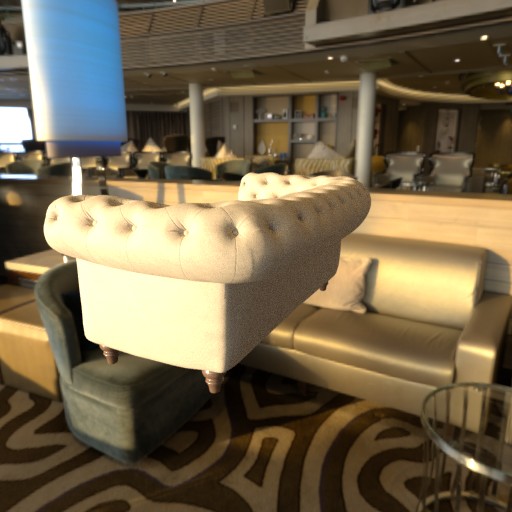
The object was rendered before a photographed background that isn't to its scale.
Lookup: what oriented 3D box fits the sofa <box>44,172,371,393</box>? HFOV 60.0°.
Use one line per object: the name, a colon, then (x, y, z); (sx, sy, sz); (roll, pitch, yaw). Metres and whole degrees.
sofa: (0.000, 0.000, 2.544); (1.069, 0.835, 1.988); (7, 16, 25)
